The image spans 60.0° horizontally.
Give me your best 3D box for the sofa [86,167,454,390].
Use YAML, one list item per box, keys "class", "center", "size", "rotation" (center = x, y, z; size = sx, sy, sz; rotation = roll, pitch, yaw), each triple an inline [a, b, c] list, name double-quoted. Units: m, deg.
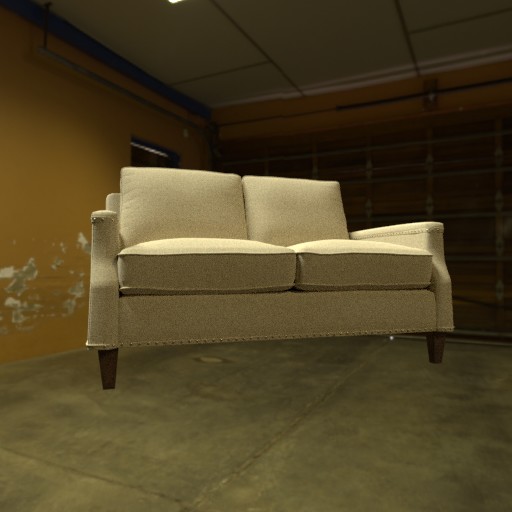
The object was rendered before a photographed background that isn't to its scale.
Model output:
- class: "sofa"
  center: [0.000, 0.000, 2.303]
  size: [1.597, 1.003, 1.084]
  rotation: [0, -2, -18]
